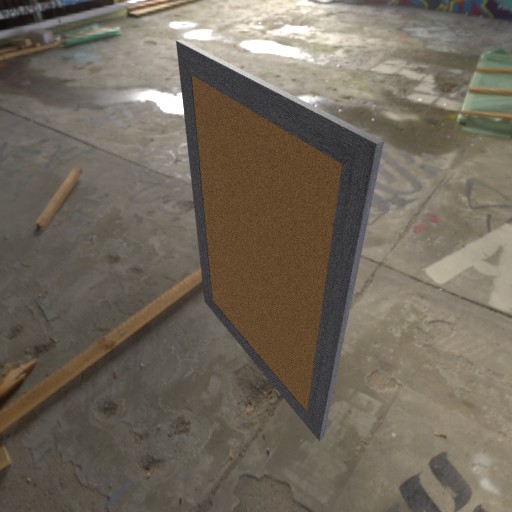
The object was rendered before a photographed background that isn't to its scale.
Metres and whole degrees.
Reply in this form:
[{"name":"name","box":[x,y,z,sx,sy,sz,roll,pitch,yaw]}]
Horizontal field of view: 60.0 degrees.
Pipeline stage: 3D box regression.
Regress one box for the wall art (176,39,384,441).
[{"name":"wall art","box":[0.000,0.000,1.366,0.020,1.070,0.768,-24,46,-25]}]
